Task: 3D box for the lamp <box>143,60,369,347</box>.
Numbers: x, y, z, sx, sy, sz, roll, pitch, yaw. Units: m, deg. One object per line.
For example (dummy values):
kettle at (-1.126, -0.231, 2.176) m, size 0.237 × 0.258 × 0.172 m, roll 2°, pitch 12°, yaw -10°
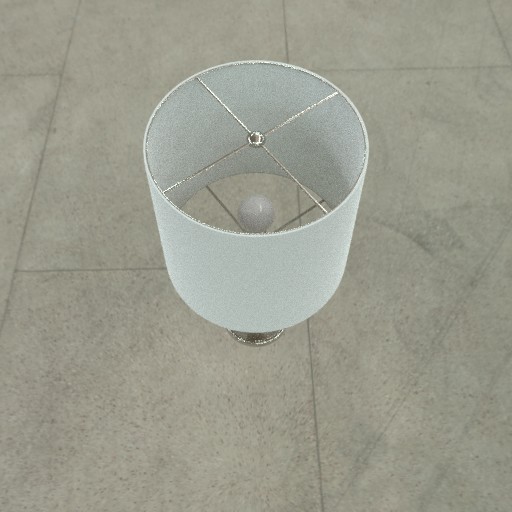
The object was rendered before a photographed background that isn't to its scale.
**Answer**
lamp at (0.000, 0.000, 0.781) m, size 0.303 × 0.618 × 0.303 m, roll 0°, pitch 64°, yaw 0°
